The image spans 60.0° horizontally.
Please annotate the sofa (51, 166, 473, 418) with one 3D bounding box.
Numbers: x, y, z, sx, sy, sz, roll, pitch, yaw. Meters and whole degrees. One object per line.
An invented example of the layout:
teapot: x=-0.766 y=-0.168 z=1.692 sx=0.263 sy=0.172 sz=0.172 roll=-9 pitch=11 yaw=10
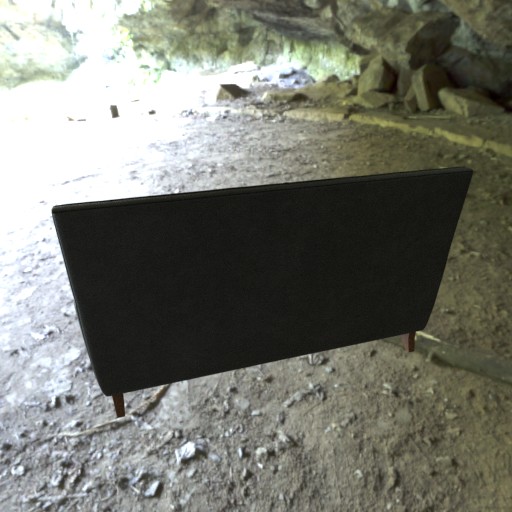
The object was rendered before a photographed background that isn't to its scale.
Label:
sofa: x=0.000 y=0.000 z=1.980 sx=1.473 sy=0.871 sz=0.787 roll=-8 pitch=27 yaw=-16
